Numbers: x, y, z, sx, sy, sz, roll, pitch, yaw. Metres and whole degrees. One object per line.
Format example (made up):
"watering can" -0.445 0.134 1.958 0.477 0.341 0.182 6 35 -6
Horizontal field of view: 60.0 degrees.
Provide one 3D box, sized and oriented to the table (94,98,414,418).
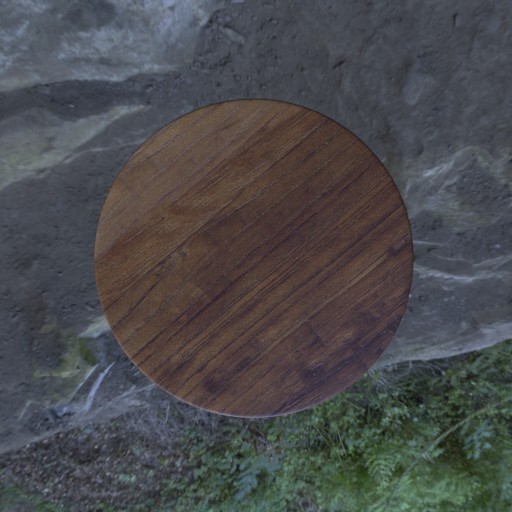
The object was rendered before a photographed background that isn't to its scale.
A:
"table" 0.000 0.000 0.810 0.400 0.520 0.400 0 91 1
